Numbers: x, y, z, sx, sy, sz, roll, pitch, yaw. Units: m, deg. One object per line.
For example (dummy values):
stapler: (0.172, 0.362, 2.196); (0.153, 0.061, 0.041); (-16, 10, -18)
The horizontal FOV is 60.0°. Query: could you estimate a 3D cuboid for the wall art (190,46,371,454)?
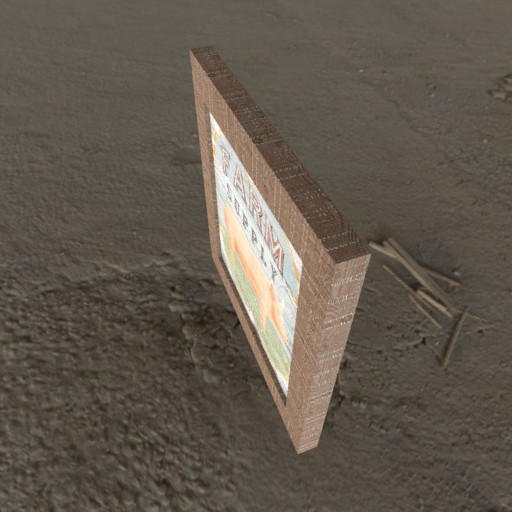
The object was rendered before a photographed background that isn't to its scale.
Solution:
wall art: (0.000, 0.000, 0.797); (0.040, 0.531, 0.531); (-16, 49, -14)
